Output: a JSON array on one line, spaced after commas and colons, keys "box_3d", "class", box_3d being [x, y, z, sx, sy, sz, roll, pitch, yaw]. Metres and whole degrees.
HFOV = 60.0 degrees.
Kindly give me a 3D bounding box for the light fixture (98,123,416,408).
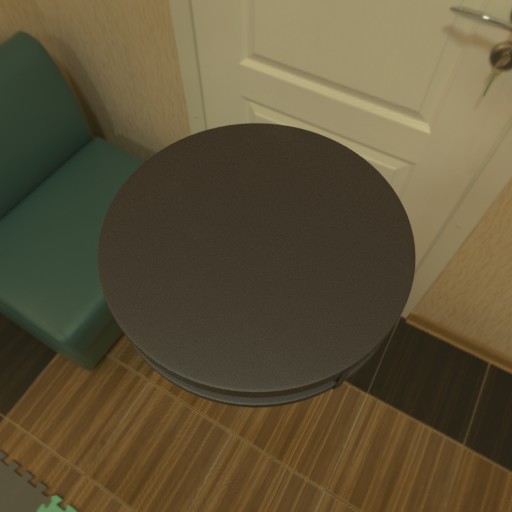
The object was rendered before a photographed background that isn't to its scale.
[{"box_3d": [0.000, 0.000, 0.544, 0.356, 0.102, 0.356, 0, 59, 0], "class": "light fixture"}]
